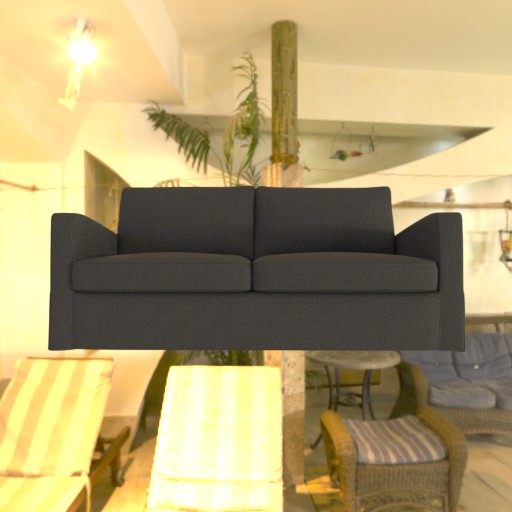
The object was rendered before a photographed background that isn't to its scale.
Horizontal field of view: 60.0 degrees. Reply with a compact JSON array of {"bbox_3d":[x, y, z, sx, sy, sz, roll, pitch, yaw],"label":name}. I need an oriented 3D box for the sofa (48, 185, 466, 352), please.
[{"bbox_3d":[0.000,0.000,2.359,1.852,0.839,0.898,0,0,1],"label":"sofa"}]
